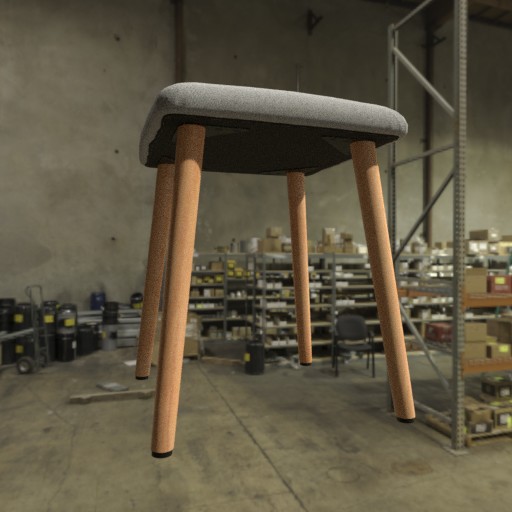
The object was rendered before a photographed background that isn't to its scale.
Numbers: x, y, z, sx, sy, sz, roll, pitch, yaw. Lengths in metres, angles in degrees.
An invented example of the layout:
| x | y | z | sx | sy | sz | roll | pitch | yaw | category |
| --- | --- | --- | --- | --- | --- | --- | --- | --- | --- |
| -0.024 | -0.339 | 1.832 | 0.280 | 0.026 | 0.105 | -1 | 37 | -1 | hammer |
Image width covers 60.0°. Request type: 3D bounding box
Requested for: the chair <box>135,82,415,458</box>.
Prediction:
| x | y | z | sx | sy | sz | roll | pitch | yaw | category |
| --- | --- | --- | --- | --- | --- | --- | --- | --- | --- |
| 0.000 | 0.000 | 0.694 | 0.350 | 0.440 | 0.350 | 0 | 0 | -18 | chair |
